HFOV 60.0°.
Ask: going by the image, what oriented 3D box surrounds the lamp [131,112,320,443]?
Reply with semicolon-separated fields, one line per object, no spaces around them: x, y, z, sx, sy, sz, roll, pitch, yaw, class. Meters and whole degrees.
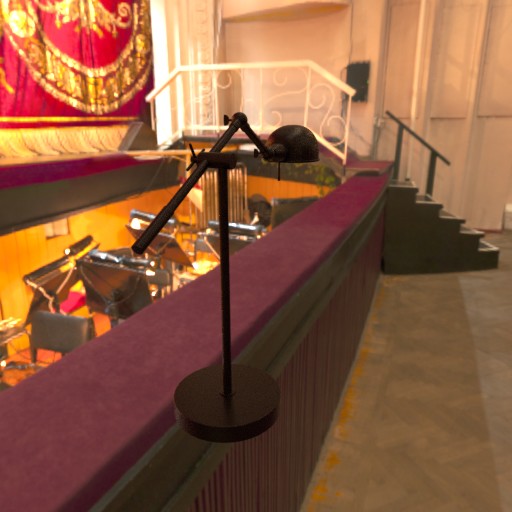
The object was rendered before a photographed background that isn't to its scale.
0.000;0.000;0.801;0.185;0.495;0.567;9;19;26;lamp
